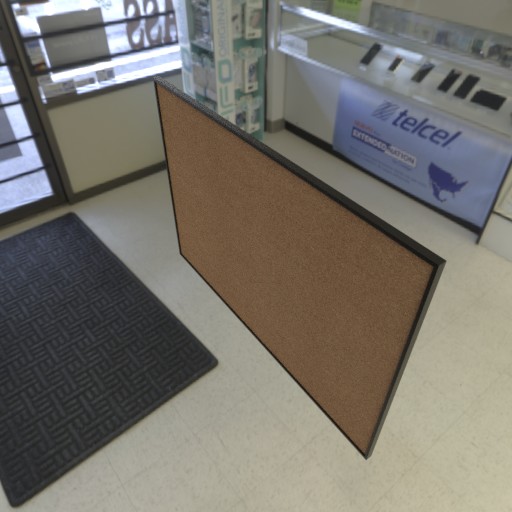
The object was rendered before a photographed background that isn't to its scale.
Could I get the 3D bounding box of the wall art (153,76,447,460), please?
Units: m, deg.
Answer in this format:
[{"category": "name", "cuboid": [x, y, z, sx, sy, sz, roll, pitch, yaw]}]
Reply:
[{"category": "wall art", "cuboid": [0.000, 0.000, 1.176, 0.019, 0.660, 0.957, -26, 48, -26]}]
